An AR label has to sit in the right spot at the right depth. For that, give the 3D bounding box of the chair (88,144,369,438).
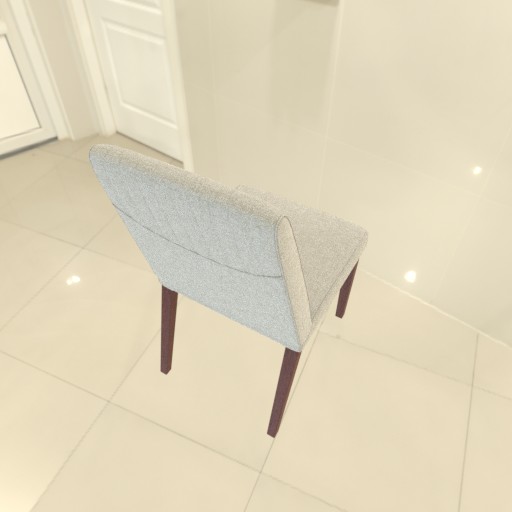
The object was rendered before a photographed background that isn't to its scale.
[{"bbox_3d":[0.000,0.000,1.257,0.480,0.900,0.594,23,50,21],"label":"chair"}]
